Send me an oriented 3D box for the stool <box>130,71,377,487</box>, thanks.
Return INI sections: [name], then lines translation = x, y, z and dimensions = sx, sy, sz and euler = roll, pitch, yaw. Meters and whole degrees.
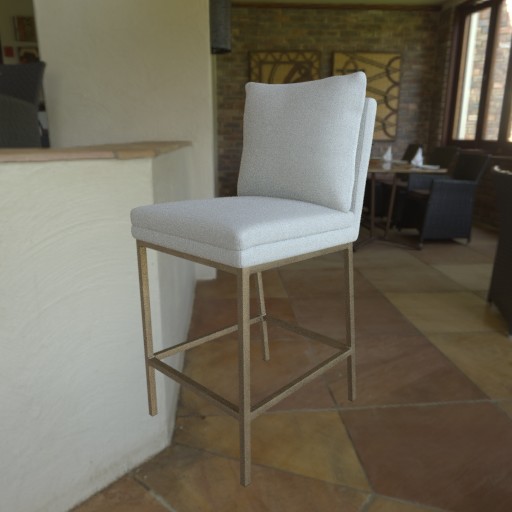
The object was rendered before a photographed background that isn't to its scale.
[stool]
translation = 0.000, 0.000, 1.326
dimensions = 0.463, 1.032, 0.572
euler = 14, 21, 42
